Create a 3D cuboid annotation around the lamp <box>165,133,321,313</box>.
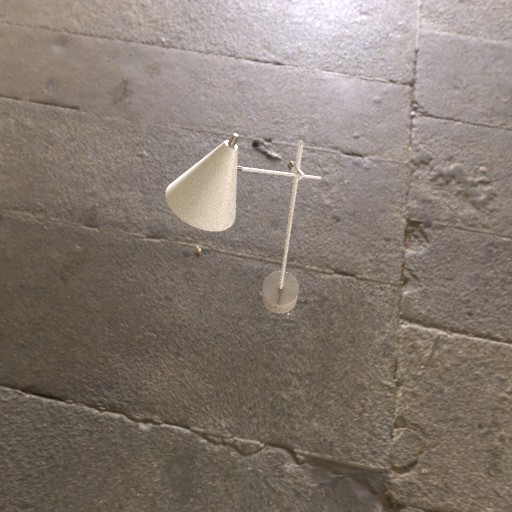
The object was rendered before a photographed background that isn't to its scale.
[{"bbox_3d":[0.000,0.000,1.641,0.508,1.430,0.223,-31,68,-14],"label":"lamp"}]
